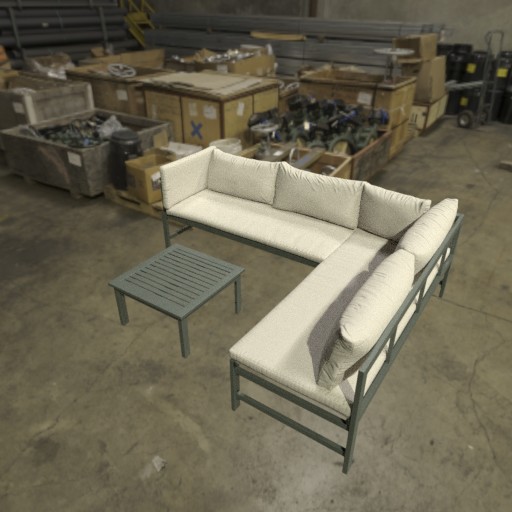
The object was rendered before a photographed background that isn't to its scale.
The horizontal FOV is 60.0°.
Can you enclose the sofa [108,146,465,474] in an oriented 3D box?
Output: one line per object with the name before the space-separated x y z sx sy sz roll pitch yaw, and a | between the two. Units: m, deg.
sofa | 0.000 0.000 2.873 2.096 0.758 1.658 19 36 29
